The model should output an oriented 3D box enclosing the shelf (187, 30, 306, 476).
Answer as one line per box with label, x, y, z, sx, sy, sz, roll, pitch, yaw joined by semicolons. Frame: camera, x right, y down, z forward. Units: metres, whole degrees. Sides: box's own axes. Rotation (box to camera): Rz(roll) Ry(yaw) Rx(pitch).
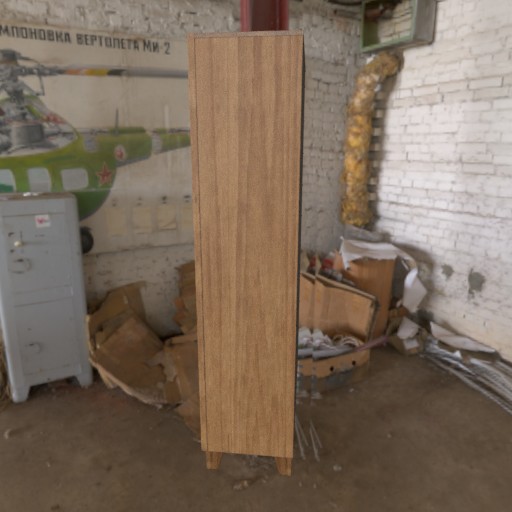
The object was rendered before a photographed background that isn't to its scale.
shelf;0.000;0.000;2.294;0.453;1.930;0.864;2;14;7
